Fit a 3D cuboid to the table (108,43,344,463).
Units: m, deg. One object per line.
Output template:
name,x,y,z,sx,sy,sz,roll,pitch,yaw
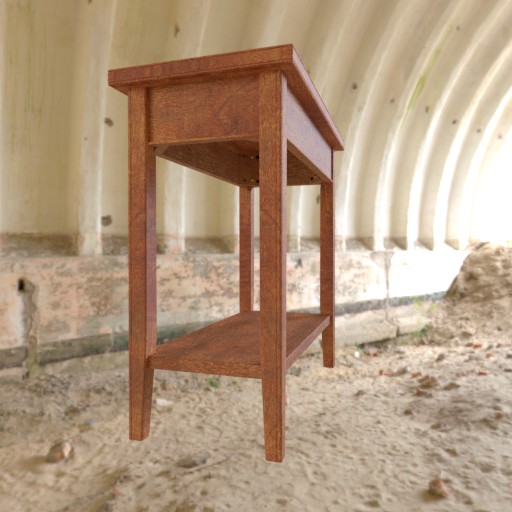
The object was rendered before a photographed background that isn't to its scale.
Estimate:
table,0.000,0.000,0.961,0.305,0.610,0.610,0,1,18
